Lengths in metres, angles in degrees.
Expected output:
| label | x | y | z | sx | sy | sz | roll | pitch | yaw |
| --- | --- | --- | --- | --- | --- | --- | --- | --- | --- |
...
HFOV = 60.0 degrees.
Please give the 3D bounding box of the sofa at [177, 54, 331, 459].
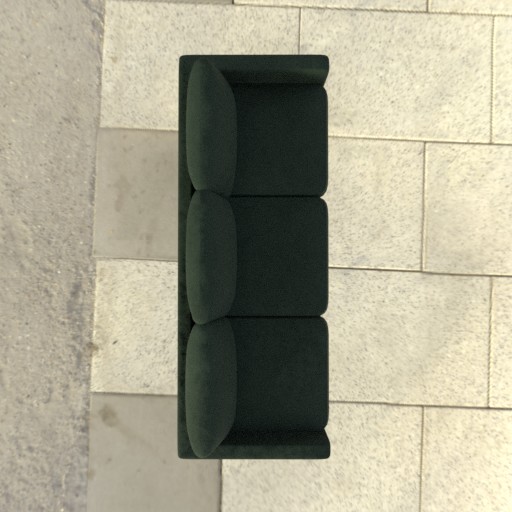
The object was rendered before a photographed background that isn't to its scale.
| label | x | y | z | sx | sy | sz | roll | pitch | yaw |
| --- | --- | --- | --- | --- | --- | --- | --- | --- | --- |
| sofa | 0.000 | 0.000 | 2.640 | 0.859 | 0.870 | 2.218 | 0 | 89 | 0 |
